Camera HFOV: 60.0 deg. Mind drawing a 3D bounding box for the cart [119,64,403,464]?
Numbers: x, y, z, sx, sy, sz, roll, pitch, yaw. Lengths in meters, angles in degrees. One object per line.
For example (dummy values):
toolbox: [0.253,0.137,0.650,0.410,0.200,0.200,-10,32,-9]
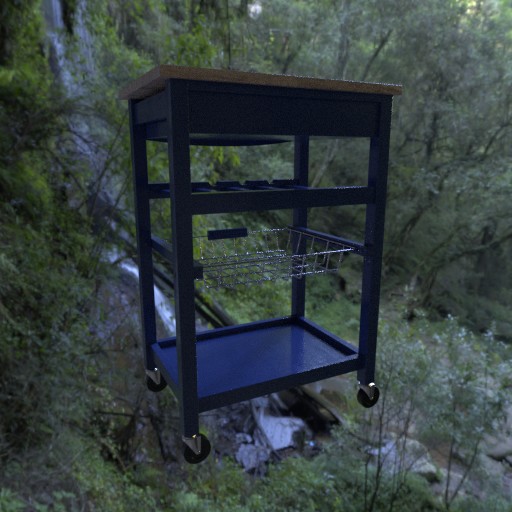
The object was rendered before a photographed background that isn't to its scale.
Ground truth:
cart: [0.000,0.000,1.178,0.584,0.839,0.403,-6,15,-26]
